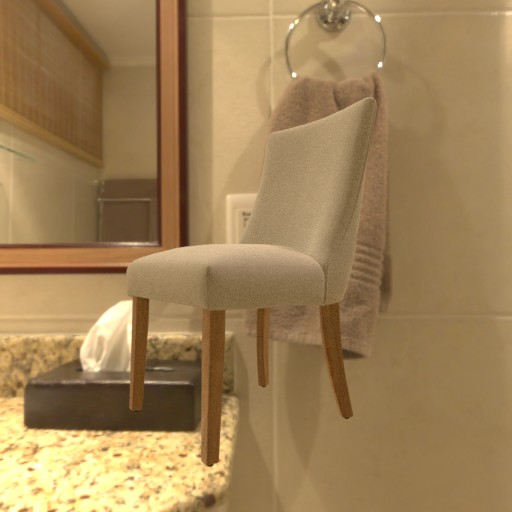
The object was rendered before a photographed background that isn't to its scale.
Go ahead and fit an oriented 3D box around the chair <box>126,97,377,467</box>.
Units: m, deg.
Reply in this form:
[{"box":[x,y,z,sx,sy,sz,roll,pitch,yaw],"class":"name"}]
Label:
[{"box":[0.000,0.000,1.285,0.610,0.902,0.495,0,-1,-36],"class":"chair"}]
